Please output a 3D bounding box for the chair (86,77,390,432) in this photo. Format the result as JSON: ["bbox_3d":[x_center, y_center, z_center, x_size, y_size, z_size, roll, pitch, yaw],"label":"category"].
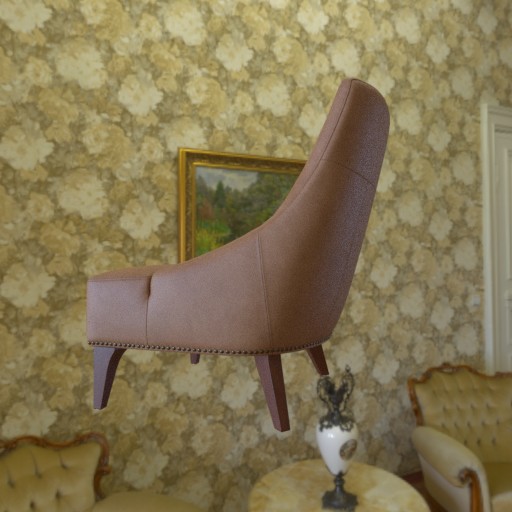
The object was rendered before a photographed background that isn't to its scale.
[{"bbox_3d":[0.000,0.000,1.482,0.861,0.909,0.701,0,-1,19],"label":"chair"}]
